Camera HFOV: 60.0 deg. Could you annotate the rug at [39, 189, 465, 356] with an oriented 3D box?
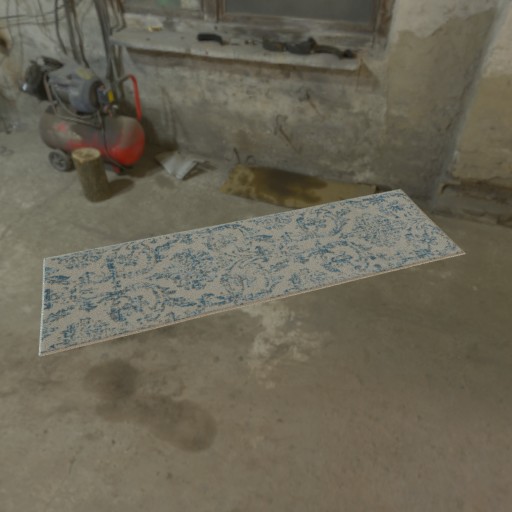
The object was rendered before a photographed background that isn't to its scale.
[{"bbox_3d":[0.000,0.000,2.408,2.196,0.011,0.662,-12,44,-13],"label":"rug"}]
